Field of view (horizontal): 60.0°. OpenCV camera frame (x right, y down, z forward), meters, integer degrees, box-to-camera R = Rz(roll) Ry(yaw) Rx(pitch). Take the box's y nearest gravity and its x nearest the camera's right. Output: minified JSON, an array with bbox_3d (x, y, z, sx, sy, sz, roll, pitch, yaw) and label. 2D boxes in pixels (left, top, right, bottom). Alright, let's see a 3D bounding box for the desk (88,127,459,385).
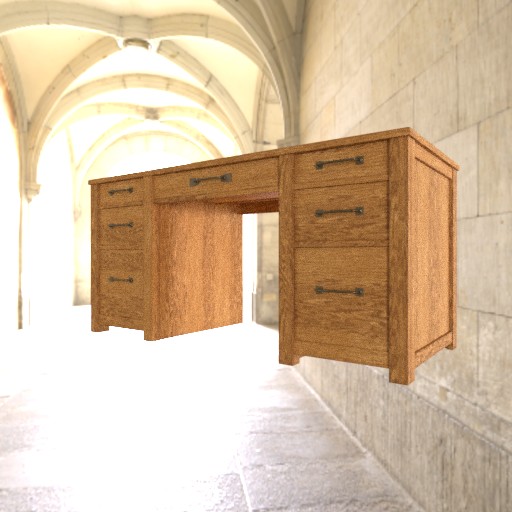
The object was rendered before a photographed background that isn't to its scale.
[{"bbox_3d":[0.000,0.000,2.001,1.567,0.751,0.685,0,0,36],"label":"desk"}]
